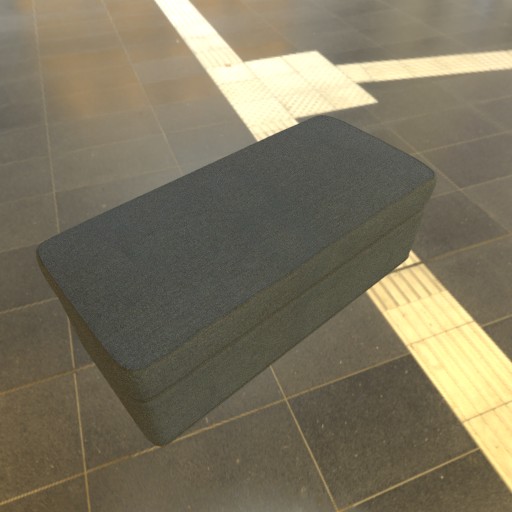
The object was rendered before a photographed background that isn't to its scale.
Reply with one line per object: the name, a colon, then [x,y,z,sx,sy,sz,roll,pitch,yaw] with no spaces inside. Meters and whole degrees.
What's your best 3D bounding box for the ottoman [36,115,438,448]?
ottoman: [0.000,0.000,1.395,1.110,0.460,0.515,-32,53,-27]
